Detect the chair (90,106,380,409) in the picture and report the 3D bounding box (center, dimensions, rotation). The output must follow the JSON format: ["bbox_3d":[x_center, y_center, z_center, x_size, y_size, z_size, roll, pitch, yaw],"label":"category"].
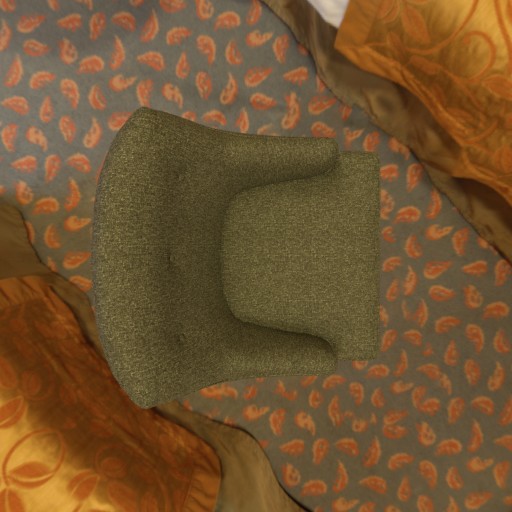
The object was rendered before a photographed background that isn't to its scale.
[{"bbox_3d":[0.000,0.000,1.619,0.923,0.856,0.864,0,91,0],"label":"chair"}]
